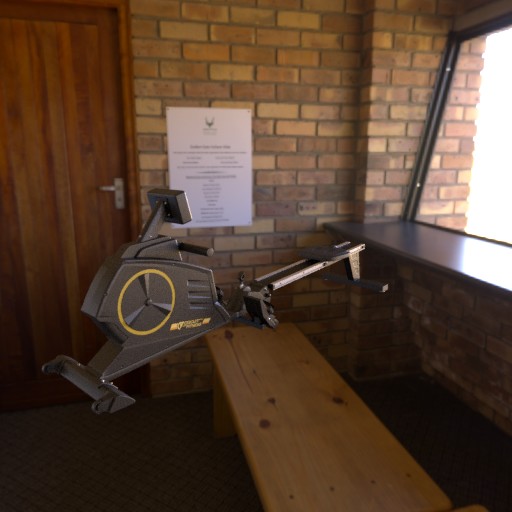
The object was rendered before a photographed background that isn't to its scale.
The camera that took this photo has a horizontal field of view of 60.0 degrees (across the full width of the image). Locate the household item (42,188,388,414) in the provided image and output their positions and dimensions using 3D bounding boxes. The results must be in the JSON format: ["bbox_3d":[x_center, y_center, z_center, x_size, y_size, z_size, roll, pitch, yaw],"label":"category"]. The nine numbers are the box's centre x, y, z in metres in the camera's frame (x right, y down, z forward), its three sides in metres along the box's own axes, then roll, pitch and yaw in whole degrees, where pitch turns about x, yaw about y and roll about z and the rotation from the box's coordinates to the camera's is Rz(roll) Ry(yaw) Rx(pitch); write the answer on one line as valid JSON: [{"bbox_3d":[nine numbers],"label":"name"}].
[{"bbox_3d":[0.000,0.000,2.511,0.521,0.810,2.251,12,17,42],"label":"household item"}]
